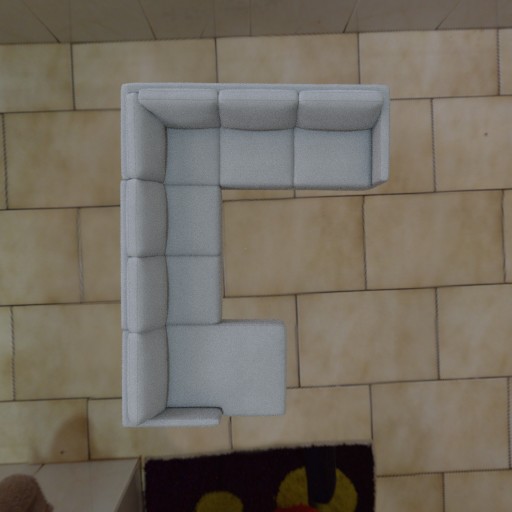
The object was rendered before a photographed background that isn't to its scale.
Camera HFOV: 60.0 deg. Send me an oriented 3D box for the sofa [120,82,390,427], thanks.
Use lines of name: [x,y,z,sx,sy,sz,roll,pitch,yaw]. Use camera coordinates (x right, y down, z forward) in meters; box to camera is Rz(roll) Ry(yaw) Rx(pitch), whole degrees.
sofa: [0.000,0.000,4.418,2.551,0.853,3.238,0,91,-1]
